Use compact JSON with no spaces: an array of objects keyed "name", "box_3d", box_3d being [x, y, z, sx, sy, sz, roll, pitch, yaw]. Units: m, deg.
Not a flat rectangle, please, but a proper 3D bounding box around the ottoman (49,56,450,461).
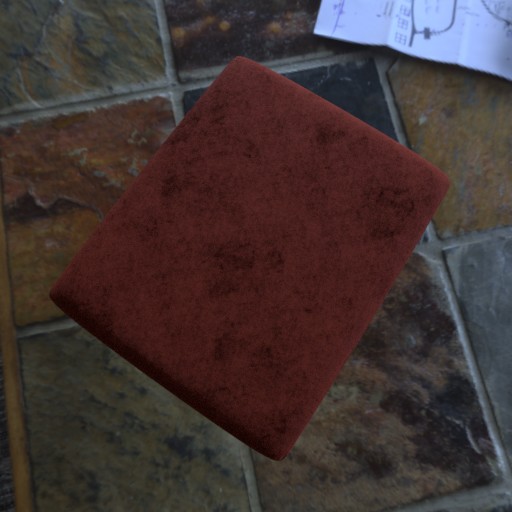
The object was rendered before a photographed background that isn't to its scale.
[{"name":"ottoman","box_3d":[0.000,0.000,1.210,0.650,0.462,0.782,33,78,8]}]
